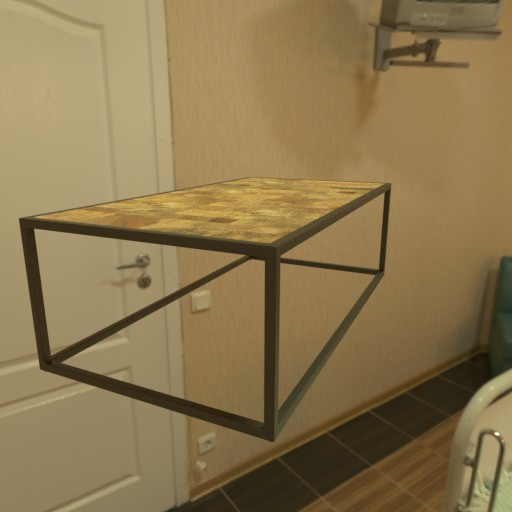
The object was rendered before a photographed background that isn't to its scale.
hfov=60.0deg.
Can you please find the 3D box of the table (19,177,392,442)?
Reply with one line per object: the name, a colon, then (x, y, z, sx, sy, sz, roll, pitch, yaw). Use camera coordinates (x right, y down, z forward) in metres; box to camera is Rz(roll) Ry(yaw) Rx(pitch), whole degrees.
table: (0.000, 0.000, 1.466, 0.649, 0.398, 1.199, 7, 17, 25)
